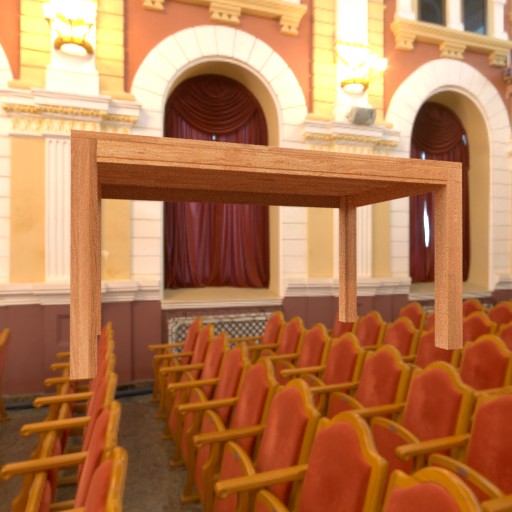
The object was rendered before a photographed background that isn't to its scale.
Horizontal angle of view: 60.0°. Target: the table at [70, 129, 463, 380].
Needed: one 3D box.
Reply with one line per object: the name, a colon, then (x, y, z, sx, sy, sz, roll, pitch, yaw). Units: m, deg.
table: (0.000, 0.000, 2.024, 1.500, 0.770, 0.900, 0, 0, -18)
